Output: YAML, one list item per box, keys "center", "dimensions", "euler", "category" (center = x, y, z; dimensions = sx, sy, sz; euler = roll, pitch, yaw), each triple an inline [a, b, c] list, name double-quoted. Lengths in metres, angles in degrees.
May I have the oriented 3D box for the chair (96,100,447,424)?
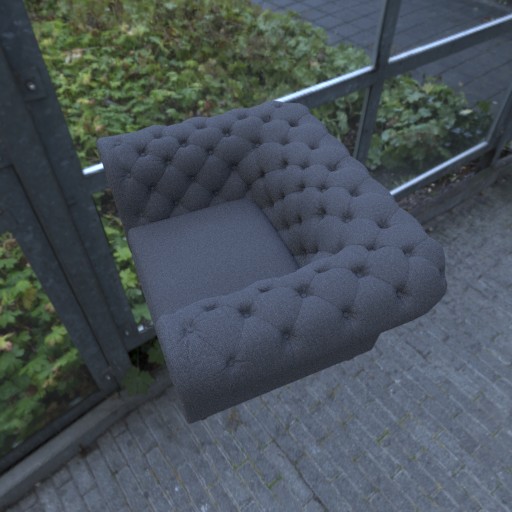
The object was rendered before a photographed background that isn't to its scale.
- center: [0.000, 0.000, 1.889]
  dimensions: [0.976, 0.770, 1.270]
  euler: [-18, 50, -15]
  category: "chair"
